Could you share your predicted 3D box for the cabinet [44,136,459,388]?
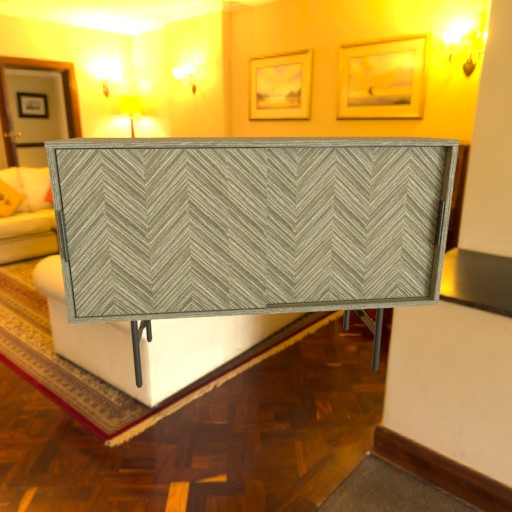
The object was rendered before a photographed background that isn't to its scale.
[{"bbox_3d":[0.000,0.000,1.538,1.194,0.787,0.405,-2,17,-7],"label":"cabinet"}]
